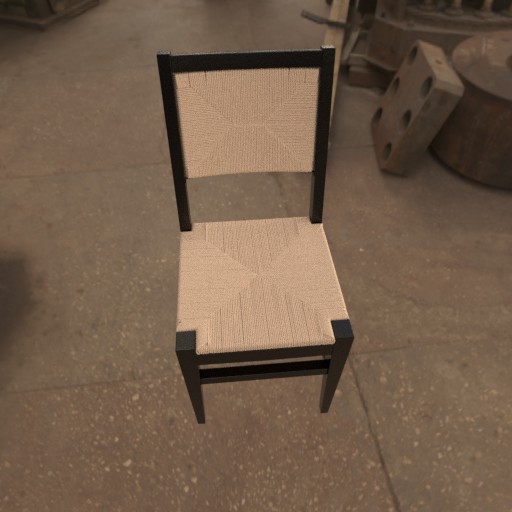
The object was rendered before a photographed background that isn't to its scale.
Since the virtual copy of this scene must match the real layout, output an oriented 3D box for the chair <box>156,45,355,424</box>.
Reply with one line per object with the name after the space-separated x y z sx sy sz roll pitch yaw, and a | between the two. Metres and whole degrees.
0.000 0.000 1.234 0.437 0.927 0.552 -4 46 -4 | chair
